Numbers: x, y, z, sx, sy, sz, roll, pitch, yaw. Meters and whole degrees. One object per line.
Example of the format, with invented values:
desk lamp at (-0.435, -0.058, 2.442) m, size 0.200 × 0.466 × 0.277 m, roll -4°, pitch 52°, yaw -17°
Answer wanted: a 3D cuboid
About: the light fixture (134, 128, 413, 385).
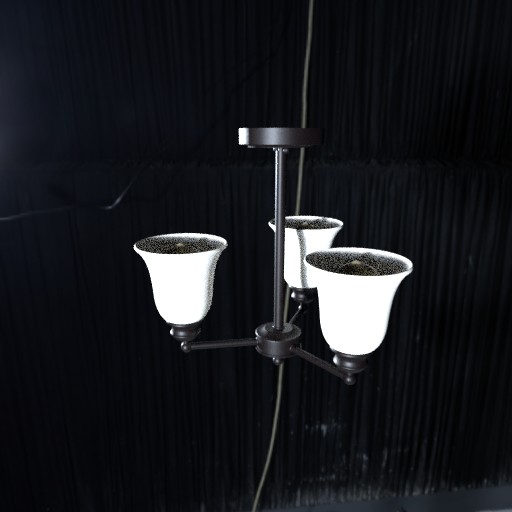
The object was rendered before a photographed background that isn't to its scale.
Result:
light fixture at (0.000, 0.000, 0.670) m, size 0.354 × 0.370 × 0.388 m, roll -2°, pitch 15°, yaw -8°
